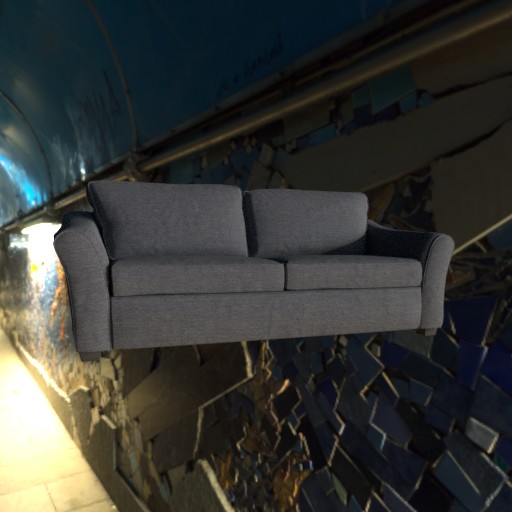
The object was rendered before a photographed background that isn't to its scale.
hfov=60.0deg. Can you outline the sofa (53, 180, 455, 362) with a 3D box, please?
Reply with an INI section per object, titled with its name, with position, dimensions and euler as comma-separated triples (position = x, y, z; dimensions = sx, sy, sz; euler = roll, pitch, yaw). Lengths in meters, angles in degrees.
[sofa]
position = 0.000, 0.000, 2.749
dimensions = 2.270, 0.950, 0.971
euler = 0, 1, -19
